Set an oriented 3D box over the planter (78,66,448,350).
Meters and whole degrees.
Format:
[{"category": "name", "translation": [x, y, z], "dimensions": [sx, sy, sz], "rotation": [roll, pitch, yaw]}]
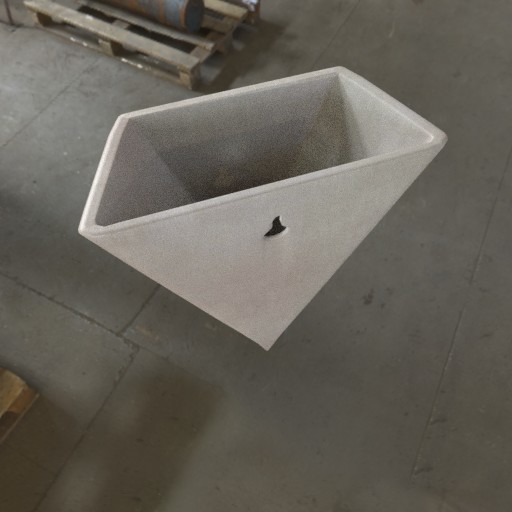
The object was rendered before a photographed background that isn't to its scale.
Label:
[{"category": "planter", "translation": [0.000, 0.000, 0.266], "dimensions": [0.150, 0.197, 0.060], "rotation": [-16, 61, -9]}]
